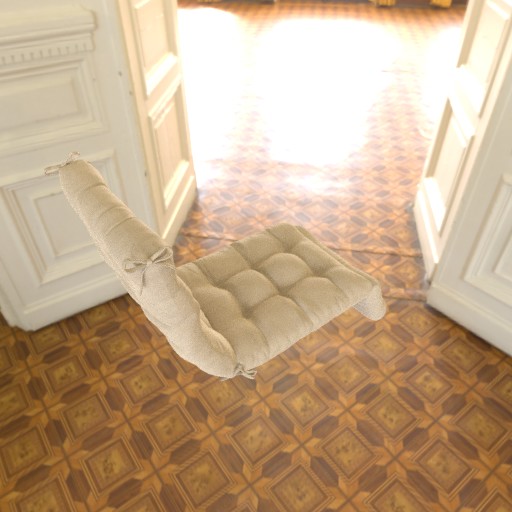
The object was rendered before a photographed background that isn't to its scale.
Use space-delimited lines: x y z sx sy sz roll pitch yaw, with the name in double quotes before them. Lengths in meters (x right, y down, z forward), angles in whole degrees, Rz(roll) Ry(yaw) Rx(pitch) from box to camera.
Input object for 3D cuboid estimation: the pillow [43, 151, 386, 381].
"pillow" 0.000 0.000 1.489 1.016 0.863 0.526 -27 48 -27
